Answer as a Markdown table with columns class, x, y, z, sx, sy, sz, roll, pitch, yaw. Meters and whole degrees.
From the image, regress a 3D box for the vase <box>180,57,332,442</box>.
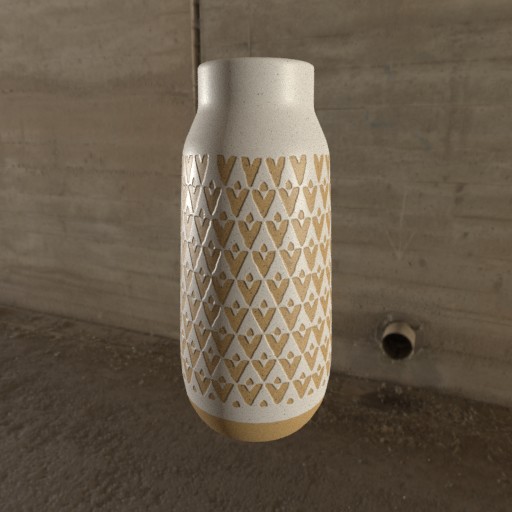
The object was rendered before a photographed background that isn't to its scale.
| class | x | y | z | sx | sy | sz | roll | pitch | yaw |
| --- | --- | --- | --- | --- | --- | --- | --- | --- | --- |
| vase | 0.000 | 0.000 | 0.386 | 0.137 | 0.307 | 0.137 | 0 | 15 | 0 |
